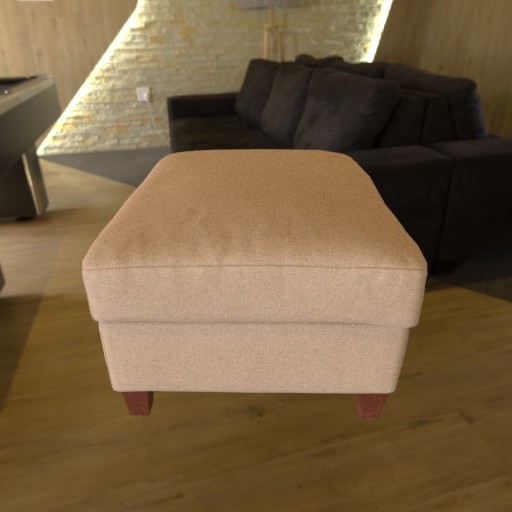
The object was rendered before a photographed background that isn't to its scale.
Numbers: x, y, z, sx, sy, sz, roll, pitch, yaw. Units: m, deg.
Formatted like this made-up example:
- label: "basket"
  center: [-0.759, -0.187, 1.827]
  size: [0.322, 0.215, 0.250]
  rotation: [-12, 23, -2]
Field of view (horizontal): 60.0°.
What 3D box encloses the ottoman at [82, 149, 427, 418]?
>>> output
- label: "ottoman"
  center: [0.000, 0.000, 1.321]
  size: [0.692, 0.511, 0.902]
  rotation: [0, 26, 1]
